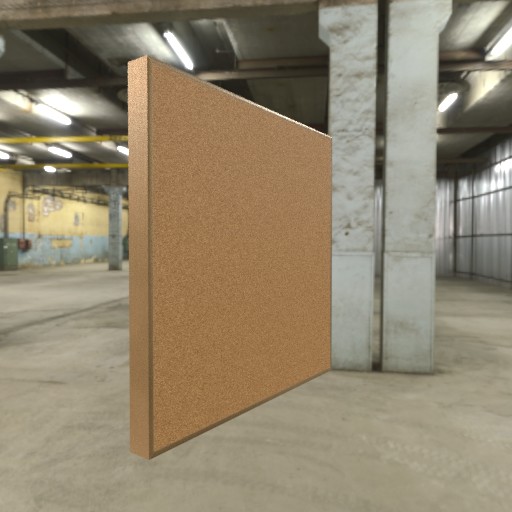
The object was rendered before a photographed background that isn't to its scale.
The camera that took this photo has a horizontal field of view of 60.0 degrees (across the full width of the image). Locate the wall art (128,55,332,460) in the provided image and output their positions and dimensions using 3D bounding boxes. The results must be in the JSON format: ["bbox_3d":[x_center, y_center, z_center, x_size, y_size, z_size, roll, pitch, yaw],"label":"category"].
[{"bbox_3d":[0.000,0.000,0.776,0.038,0.511,0.513,1,1,36],"label":"wall art"}]
